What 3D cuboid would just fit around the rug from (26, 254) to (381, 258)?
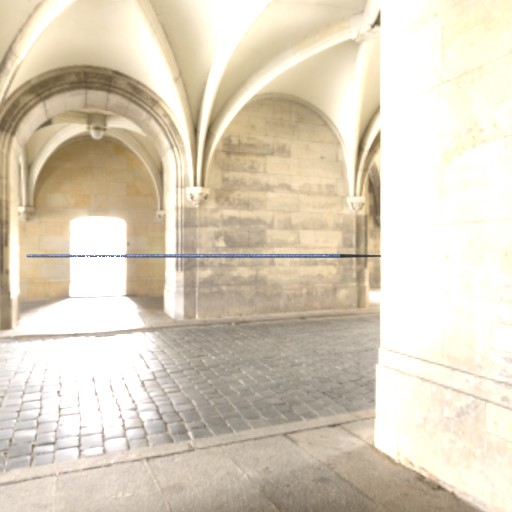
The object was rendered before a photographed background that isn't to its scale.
[{"bbox_3d":[0.000,0.000,3.059,1.526,0.015,2.441,0,0,19],"label":"rug"}]
